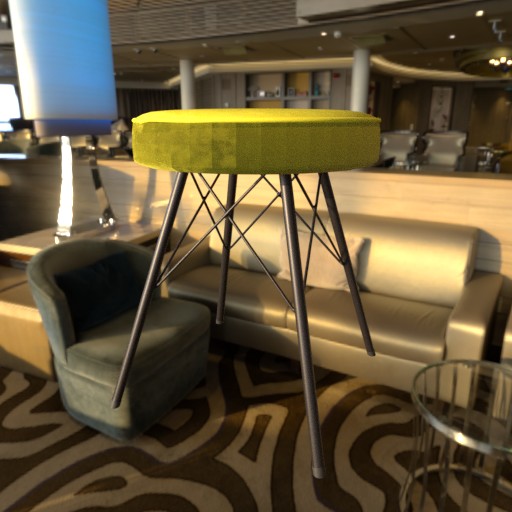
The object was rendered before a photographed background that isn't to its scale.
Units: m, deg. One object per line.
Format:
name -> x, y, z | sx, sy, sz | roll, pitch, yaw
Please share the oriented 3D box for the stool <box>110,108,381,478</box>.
stool -> 0.000, 0.000, 0.814 | 0.409, 0.508, 0.409 | 8, 18, 24
